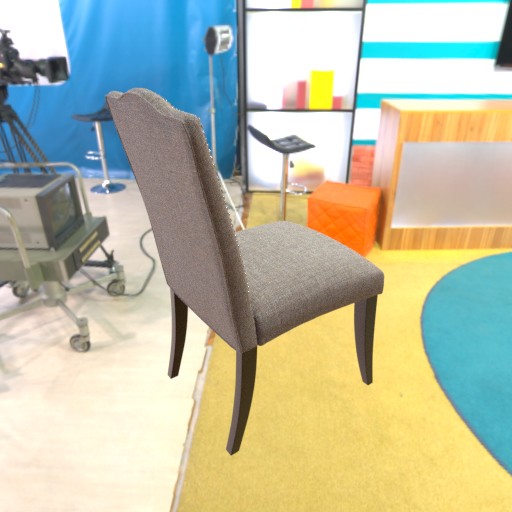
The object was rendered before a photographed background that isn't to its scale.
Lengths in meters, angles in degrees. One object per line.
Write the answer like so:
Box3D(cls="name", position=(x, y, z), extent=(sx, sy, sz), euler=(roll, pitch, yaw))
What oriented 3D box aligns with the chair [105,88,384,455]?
Box3D(cls="chair", position=(0.000, 0.000, 1.362), extent=(0.660, 1.016, 0.513), euler=(-19, 33, -31))
